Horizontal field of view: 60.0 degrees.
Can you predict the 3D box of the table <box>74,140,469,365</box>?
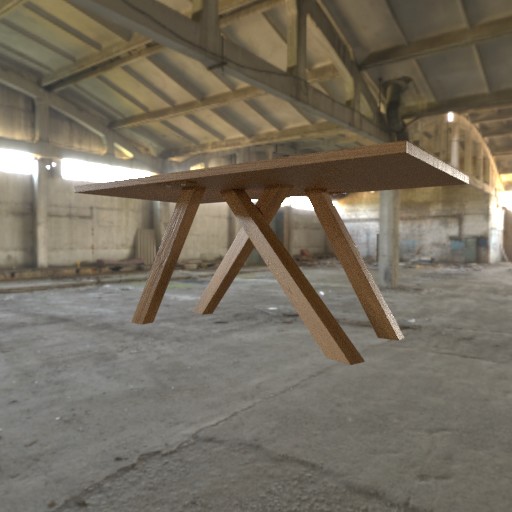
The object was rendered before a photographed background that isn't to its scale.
[{"bbox_3d":[0.000,0.000,2.246,1.797,0.750,0.901,1,2,37],"label":"table"}]
